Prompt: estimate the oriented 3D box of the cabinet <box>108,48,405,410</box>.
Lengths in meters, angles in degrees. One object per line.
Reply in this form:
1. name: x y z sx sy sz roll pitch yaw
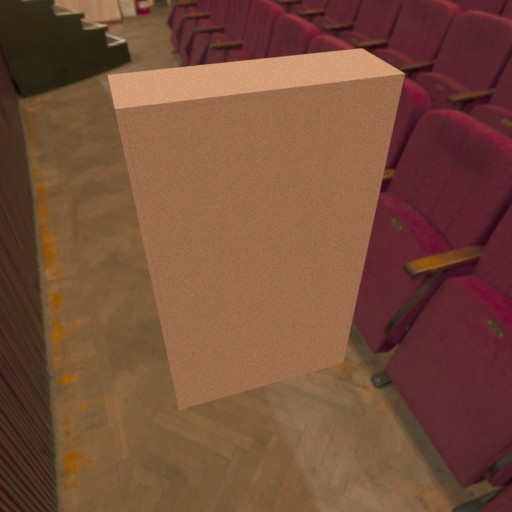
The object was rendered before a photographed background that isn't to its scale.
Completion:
1. cabinet: 0.000 0.000 1.594 0.750 1.280 0.250 -12 42 -14
